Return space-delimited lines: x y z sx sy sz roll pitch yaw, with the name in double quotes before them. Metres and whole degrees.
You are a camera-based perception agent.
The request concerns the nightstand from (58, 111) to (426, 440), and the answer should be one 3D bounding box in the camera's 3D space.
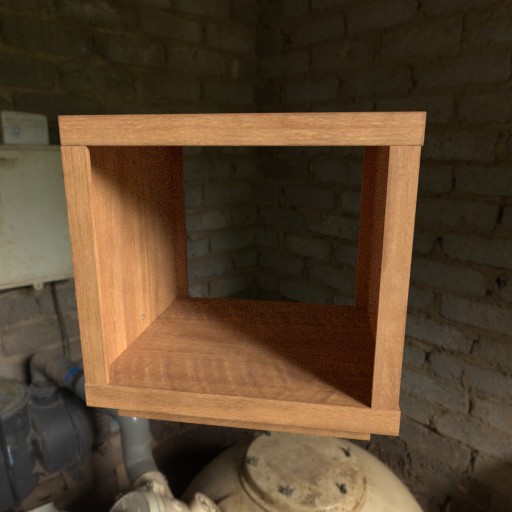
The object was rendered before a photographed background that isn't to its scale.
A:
"nightstand" 0.000 0.000 0.845 0.493 0.491 0.436 2 14 9
